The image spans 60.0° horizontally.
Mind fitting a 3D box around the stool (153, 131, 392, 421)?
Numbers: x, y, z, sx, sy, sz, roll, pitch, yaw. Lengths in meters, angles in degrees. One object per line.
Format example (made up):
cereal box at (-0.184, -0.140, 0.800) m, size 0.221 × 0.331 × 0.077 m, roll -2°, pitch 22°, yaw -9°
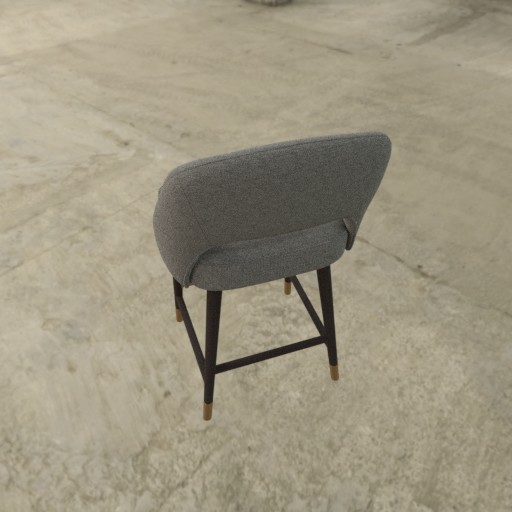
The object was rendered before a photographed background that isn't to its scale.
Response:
stool at (0.000, 0.000, 1.263) m, size 0.536 × 0.925 × 0.524 m, roll -13°, pitch 42°, yaw -14°
